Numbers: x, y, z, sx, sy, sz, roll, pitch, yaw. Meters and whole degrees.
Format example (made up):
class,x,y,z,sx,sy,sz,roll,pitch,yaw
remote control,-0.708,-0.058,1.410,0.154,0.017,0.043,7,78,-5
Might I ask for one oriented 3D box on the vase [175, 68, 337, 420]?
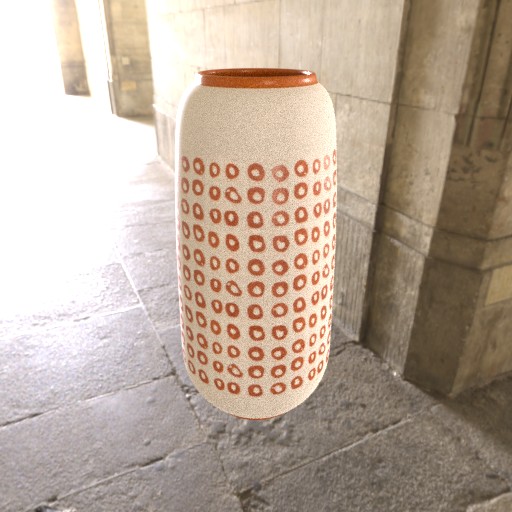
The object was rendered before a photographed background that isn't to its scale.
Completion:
class,x,y,z,sx,sy,sz,roll,pitch,yaw
vase,0.000,0.000,0.367,0.133,0.282,0.133,0,27,0
